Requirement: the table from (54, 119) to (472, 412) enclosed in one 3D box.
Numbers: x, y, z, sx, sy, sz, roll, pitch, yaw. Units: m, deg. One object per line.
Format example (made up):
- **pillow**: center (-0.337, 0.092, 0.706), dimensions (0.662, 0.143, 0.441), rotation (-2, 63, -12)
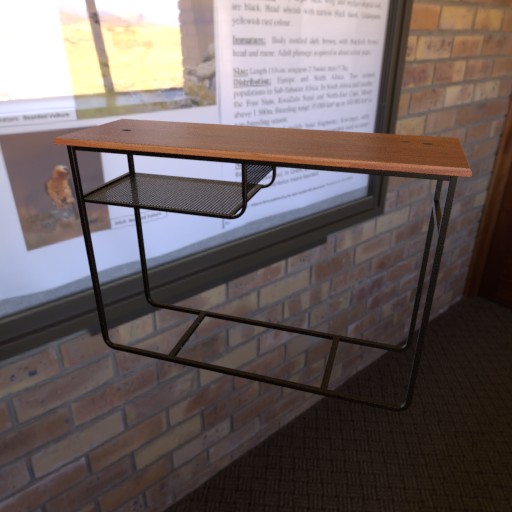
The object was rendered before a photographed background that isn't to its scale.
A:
- **table**: center (0.000, 0.000, 1.428), dimensions (1.100, 0.750, 0.350), rotation (8, 27, 16)
